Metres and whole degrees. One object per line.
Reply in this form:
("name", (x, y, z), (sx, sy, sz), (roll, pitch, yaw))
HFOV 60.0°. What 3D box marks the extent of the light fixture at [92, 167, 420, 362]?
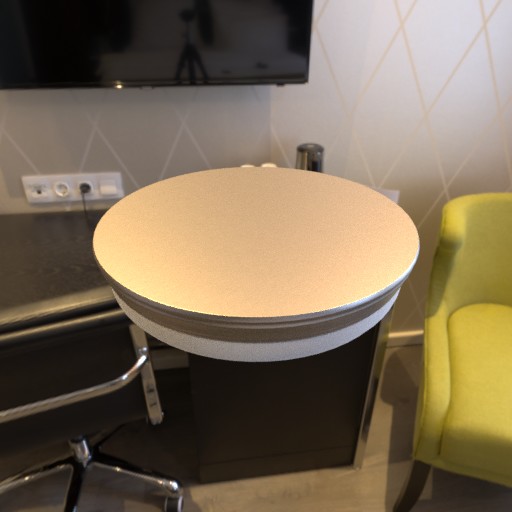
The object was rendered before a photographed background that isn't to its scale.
("light fixture", (0.000, 0.000, 0.546), (0.368, 0.100, 0.368), (0, 31, 0))
